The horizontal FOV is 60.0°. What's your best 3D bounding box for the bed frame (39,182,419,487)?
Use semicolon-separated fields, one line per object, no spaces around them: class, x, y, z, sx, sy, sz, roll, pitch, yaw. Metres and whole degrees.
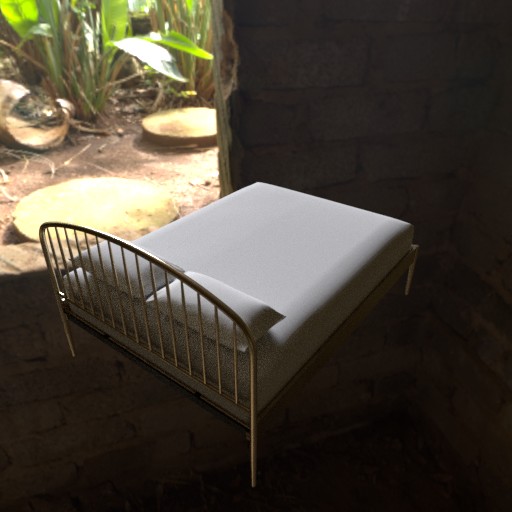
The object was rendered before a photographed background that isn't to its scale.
bed frame;0.000;0.000;3.117;1.612;1.175;2.152;21;36;31
